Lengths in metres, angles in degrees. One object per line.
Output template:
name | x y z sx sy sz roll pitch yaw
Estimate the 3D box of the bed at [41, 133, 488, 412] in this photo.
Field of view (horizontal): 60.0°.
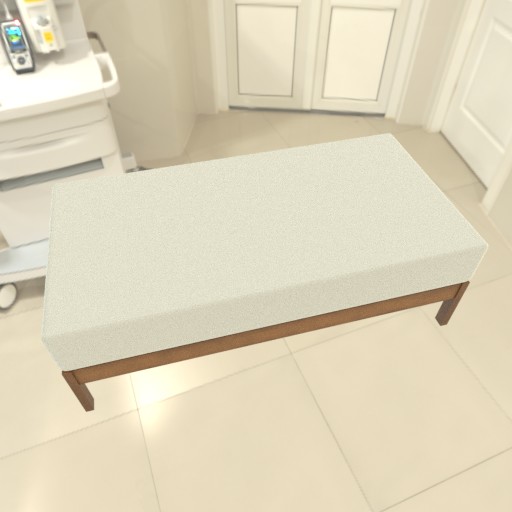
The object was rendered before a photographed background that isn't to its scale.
bed | 0.000 0.000 2.327 1.902 0.616 0.961 -11 48 -10
